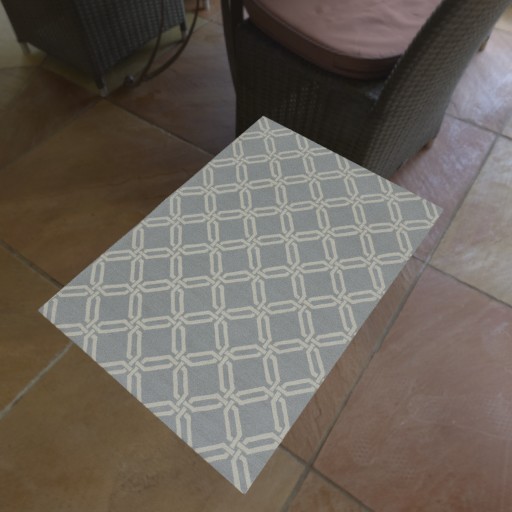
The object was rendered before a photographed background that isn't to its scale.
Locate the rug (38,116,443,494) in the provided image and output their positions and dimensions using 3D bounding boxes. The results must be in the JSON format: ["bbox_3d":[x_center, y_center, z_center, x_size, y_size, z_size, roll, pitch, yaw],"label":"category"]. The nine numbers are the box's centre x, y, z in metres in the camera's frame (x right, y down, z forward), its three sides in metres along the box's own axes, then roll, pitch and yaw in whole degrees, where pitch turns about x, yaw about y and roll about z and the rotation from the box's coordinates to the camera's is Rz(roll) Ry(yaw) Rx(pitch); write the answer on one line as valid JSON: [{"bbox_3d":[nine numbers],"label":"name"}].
[{"bbox_3d":[0.000,0.000,2.744,1.522,0.013,2.133,33,63,20],"label":"rug"}]
